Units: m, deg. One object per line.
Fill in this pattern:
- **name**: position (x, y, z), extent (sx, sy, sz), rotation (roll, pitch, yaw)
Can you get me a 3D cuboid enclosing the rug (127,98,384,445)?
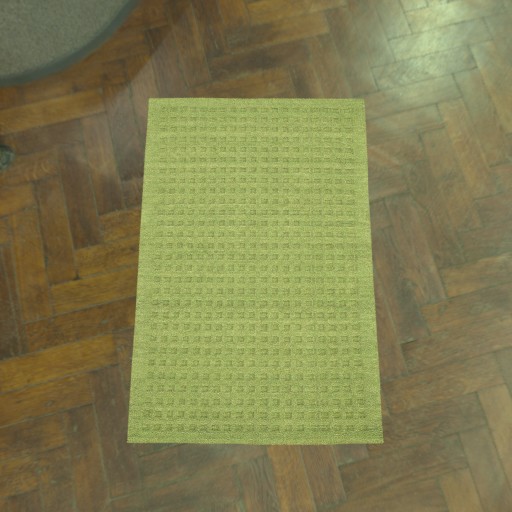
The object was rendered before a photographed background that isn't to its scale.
- **rug**: position (0.000, 0.000, 2.889), extent (1.529, 0.007, 2.297), rotation (0, 77, 0)
